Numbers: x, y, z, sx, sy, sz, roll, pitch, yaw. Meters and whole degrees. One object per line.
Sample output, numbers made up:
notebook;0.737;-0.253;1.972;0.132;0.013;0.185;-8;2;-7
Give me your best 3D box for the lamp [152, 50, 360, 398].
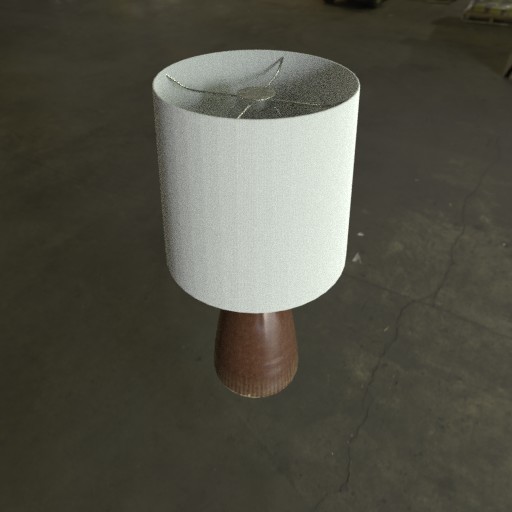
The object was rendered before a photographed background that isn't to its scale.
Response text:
lamp;0.000;0.000;0.473;0.186;0.369;0.186;0;40;0
